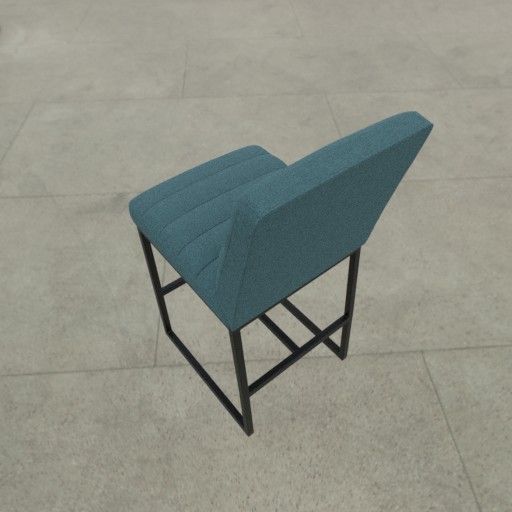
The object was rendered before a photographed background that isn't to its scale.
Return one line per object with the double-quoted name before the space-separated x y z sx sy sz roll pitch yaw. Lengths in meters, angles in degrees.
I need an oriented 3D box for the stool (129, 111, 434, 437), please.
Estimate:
"stool" 0.000 0.000 1.236 0.460 0.940 0.560 -31 53 -26
